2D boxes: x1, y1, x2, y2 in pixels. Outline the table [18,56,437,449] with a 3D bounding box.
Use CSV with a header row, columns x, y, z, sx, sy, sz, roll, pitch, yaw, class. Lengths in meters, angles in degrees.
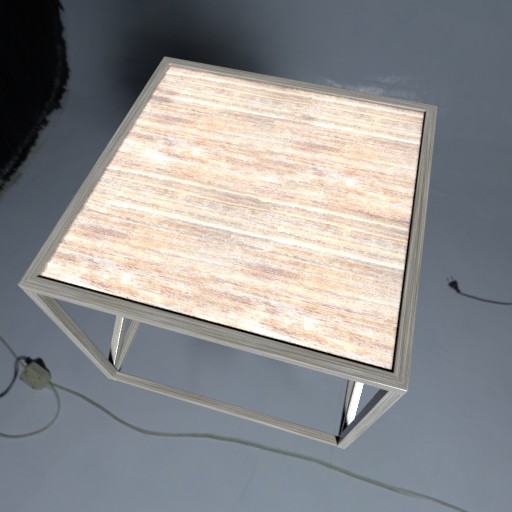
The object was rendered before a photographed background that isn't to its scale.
x,y,z,sx,sy,sz,roll,pitch,yaw,class
0.000,0.000,1.025,0.609,0.507,0.611,14,59,8,table
